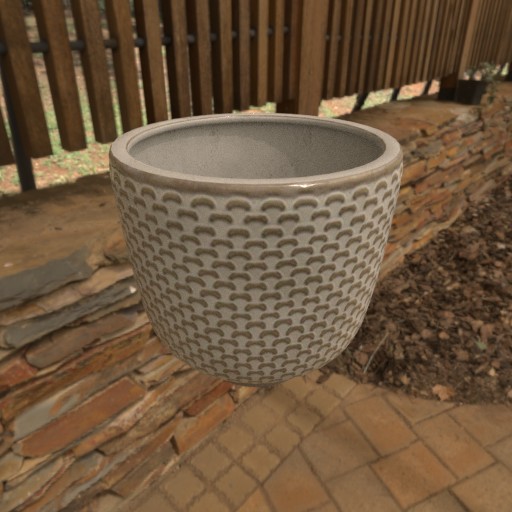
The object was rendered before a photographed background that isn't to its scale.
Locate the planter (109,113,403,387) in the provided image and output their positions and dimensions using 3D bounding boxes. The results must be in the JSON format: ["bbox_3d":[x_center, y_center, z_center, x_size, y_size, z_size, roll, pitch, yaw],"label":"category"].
[{"bbox_3d":[0.000,0.000,0.303,0.173,0.160,0.173,0,28,0],"label":"planter"}]
